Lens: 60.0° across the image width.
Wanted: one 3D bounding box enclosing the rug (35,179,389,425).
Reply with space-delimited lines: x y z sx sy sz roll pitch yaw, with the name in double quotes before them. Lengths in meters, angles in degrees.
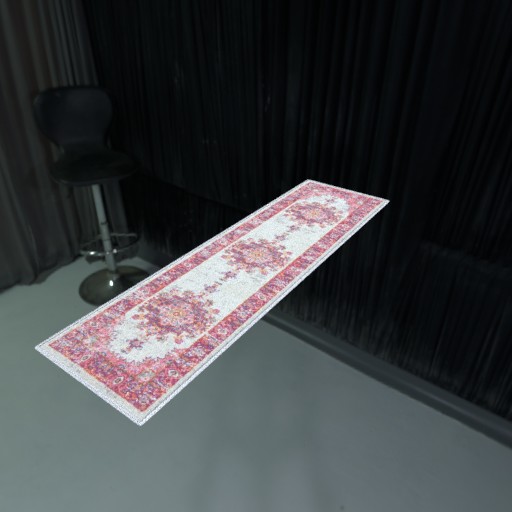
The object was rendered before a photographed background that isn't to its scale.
"rug" 0.000 0.000 2.501 0.666 0.011 2.294 21 38 30
